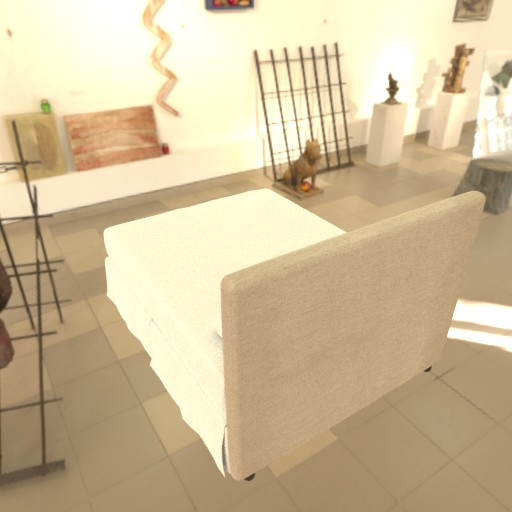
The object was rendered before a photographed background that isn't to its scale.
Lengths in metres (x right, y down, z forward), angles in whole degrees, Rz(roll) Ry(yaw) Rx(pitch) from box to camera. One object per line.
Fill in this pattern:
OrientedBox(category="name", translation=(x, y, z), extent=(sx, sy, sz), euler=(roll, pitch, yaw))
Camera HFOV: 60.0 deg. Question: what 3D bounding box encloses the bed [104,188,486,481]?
OrientedBox(category="bed", translation=(0.000, 0.000, 3.143), extent=(1.713, 1.330, 2.162), euler=(-18, 35, -28))
